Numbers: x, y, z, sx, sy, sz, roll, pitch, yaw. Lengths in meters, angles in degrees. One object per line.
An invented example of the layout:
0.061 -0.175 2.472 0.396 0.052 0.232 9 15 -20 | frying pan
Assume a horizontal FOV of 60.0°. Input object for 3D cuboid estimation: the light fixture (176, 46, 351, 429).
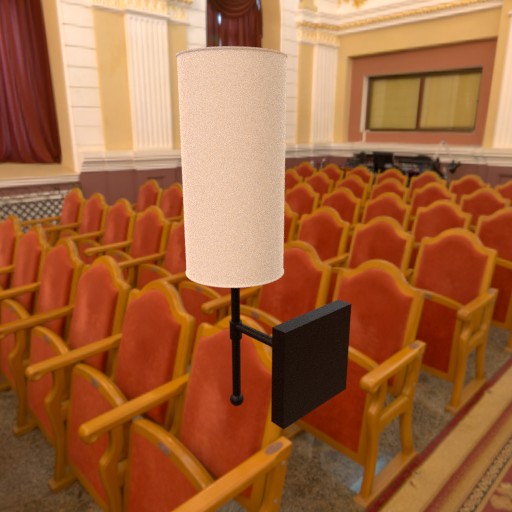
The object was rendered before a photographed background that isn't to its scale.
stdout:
0.000 0.000 0.546 0.128 0.462 0.208 -14 21 -41 | light fixture
